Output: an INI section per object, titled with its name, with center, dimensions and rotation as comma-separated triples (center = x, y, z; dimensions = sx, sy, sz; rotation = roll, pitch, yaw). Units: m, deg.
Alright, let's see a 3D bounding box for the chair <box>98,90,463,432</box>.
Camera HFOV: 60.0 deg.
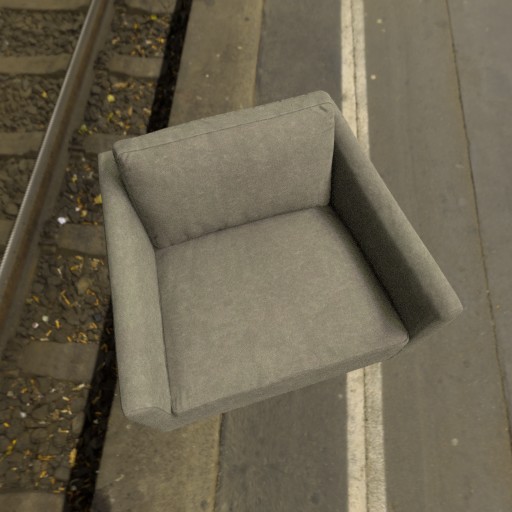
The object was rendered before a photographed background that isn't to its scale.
[chair]
center = 0.000, 0.000, 1.880
dimensions = 1.190, 0.845, 1.091
rotation = -16, 66, -7
